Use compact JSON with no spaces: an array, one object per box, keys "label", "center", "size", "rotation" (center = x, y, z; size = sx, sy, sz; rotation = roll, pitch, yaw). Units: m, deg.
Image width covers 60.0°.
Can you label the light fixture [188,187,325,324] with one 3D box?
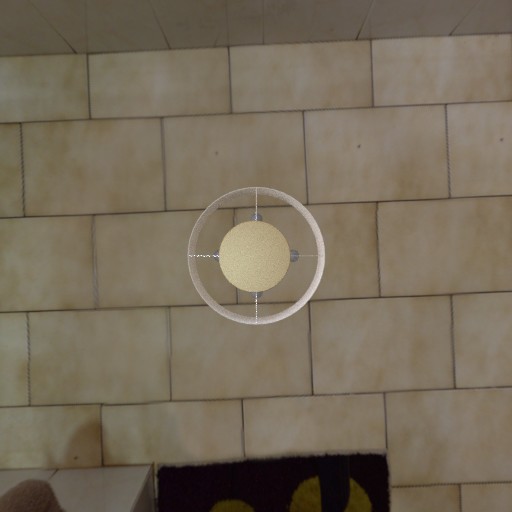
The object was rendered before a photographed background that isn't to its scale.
[{"label":"light fixture","center":[0.000,0.000,1.366],"size":[0.508,1.067,0.508],"rotation":[0,90,0]}]
